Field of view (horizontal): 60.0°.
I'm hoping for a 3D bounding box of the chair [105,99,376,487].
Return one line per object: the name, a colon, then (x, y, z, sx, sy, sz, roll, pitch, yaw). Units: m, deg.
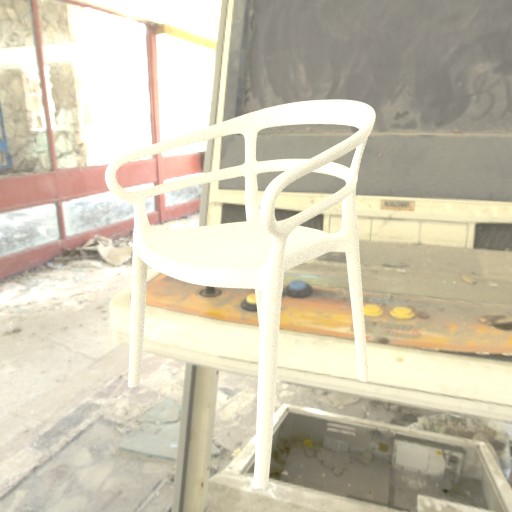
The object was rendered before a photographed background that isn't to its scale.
chair: (0.000, 0.000, 1.120, 0.559, 0.761, 0.527, 16, 23, 42)
